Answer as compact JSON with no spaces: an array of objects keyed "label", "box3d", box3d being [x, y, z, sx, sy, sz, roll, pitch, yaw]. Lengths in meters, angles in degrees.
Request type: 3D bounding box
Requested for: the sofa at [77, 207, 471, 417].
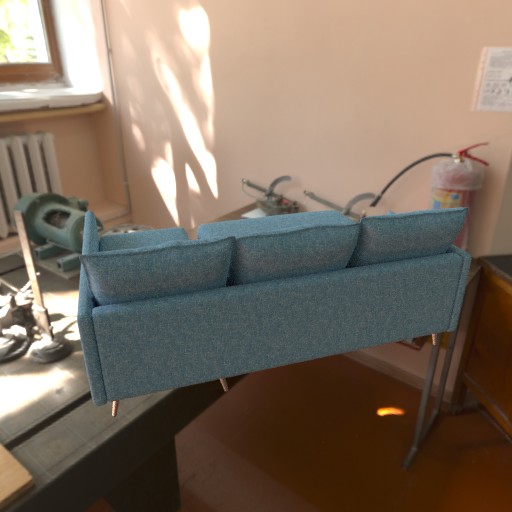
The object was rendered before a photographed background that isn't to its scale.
[{"label":"sofa","box3d":[0.000,0.000,2.809,2.034,0.899,1.420,-8,26,-16]}]
